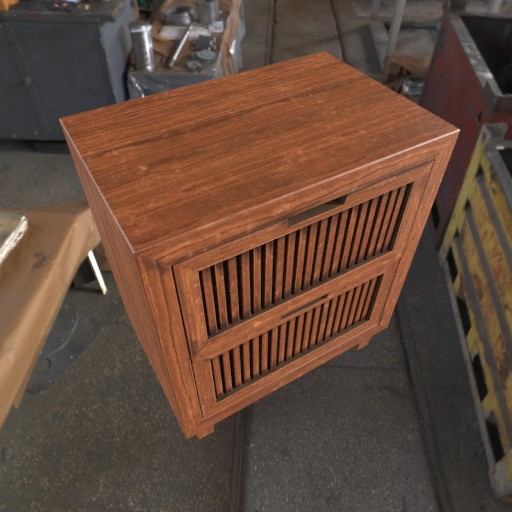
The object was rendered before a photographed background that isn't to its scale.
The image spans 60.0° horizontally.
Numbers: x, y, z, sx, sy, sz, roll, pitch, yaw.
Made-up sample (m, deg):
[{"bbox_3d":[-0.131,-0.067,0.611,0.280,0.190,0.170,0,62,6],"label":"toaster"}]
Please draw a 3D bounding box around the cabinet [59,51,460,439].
[{"bbox_3d":[0.000,0.000,1.053,0.607,0.695,0.410,-23,50,-21],"label":"cabinet"}]
